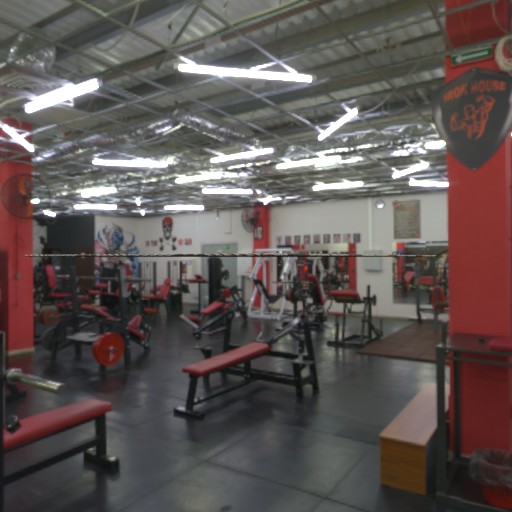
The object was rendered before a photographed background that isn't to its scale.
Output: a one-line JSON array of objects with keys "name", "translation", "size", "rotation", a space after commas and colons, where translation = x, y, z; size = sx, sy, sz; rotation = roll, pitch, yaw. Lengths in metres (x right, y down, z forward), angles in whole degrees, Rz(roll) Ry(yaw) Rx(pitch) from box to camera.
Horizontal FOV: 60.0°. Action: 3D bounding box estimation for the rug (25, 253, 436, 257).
[{"name": "rug", "translation": [0.000, 0.000, 4.096], "size": [2.438, 0.016, 3.048], "rotation": [0, 0, 36]}]
